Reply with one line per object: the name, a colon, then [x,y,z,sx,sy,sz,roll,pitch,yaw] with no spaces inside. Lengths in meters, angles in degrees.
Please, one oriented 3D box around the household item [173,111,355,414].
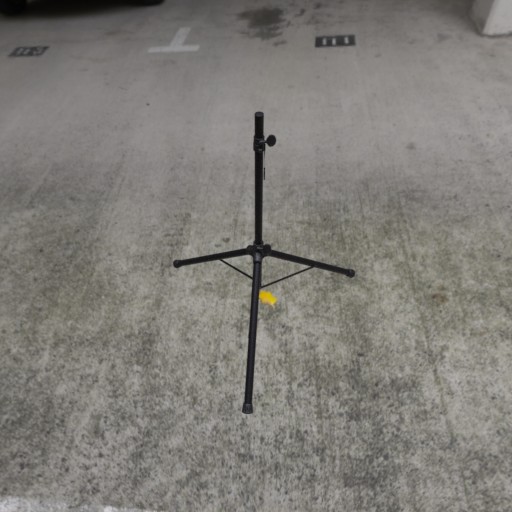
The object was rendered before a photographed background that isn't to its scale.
household item: [0.000,0.000,1.869,1.045,1.136,0.907,4,47,4]
